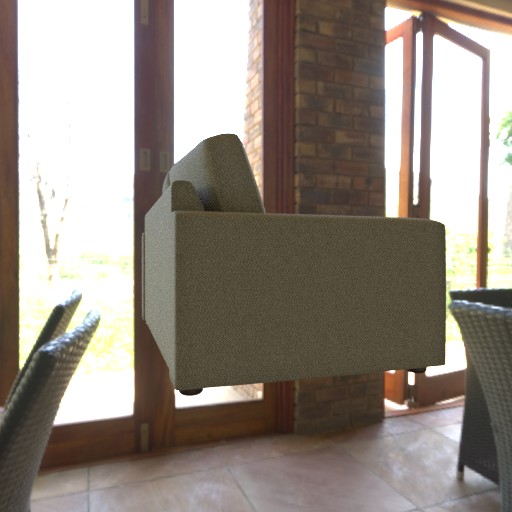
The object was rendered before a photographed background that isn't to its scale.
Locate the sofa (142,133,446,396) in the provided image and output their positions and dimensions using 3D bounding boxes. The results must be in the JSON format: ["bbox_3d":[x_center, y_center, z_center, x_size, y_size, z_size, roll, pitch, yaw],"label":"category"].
[{"bbox_3d":[0.000,0.000,2.219,1.016,0.873,1.616,0,0,-18],"label":"sofa"}]
